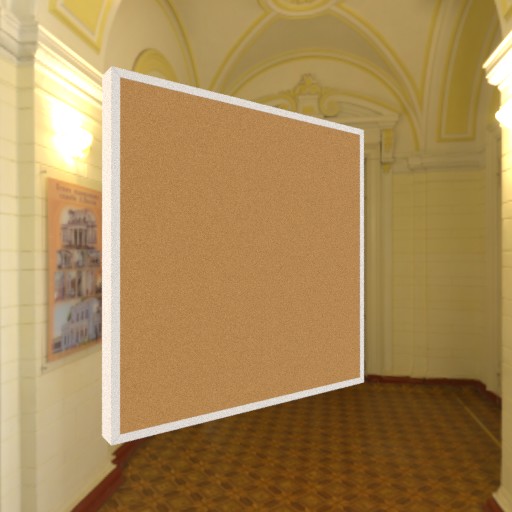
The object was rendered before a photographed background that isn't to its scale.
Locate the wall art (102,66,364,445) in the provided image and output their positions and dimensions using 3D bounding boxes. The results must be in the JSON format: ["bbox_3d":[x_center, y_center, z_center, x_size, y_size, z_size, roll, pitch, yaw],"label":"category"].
[{"bbox_3d":[0.000,0.000,0.760,0.509,0.509,0.040,0,0,-36],"label":"wall art"}]
